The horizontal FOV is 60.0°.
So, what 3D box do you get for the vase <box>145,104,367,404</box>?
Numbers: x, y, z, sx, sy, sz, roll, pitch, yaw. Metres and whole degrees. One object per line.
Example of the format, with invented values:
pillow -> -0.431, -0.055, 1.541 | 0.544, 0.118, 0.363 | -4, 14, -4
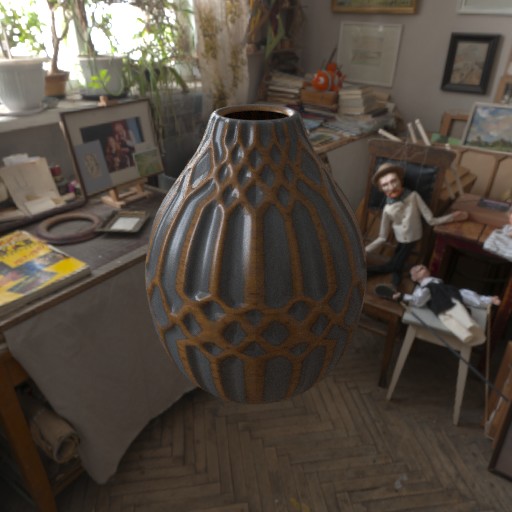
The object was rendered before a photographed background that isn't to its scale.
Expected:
vase -> 0.000, 0.000, 0.139 | 0.069, 0.088, 0.069 | 0, 29, 0
